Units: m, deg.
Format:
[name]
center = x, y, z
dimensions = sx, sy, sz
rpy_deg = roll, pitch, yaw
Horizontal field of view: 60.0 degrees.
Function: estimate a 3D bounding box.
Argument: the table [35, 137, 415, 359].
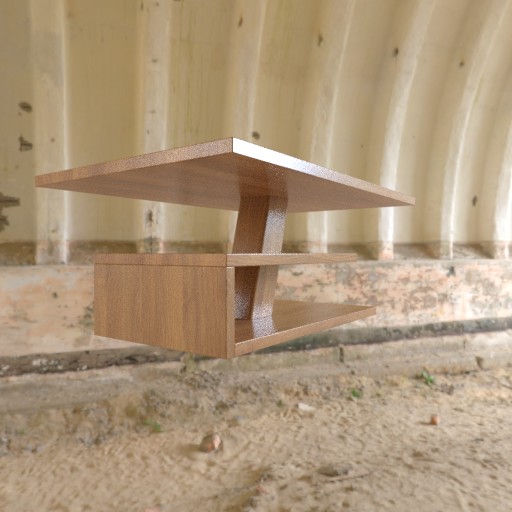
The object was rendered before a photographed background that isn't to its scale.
[table]
center = 0.000, 0.000, 1.455
dimensions = 0.700, 0.442, 1.100
rpy_deg = 0, 0, 36
